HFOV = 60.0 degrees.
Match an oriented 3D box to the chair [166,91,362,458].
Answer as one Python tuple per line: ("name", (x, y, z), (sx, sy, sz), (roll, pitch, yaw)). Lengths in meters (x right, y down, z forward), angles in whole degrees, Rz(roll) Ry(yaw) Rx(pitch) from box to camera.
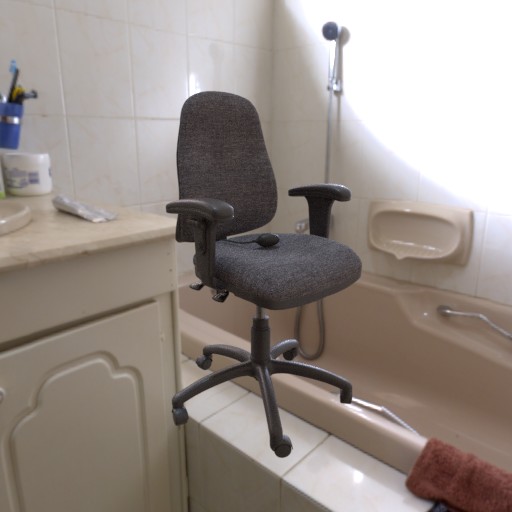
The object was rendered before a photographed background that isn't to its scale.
("chair", (0.000, 0.000, 1.274), (0.550, 0.910, 0.530), (-14, 21, -42))
